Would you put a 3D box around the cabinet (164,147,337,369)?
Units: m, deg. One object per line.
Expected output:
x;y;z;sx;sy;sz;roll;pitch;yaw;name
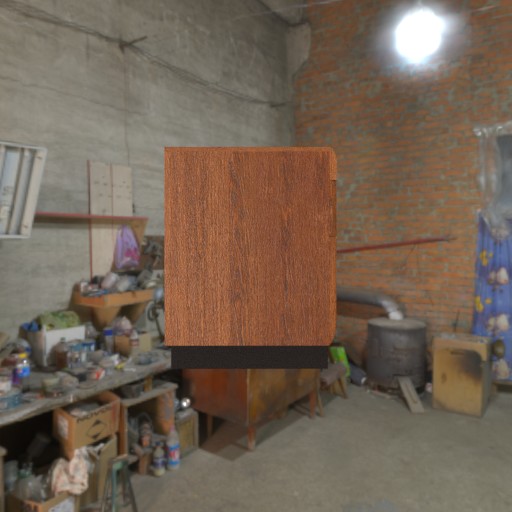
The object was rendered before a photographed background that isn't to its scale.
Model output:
0.000;0.000;1.798;0.419;0.510;1.600;0;1;0;cabinet
